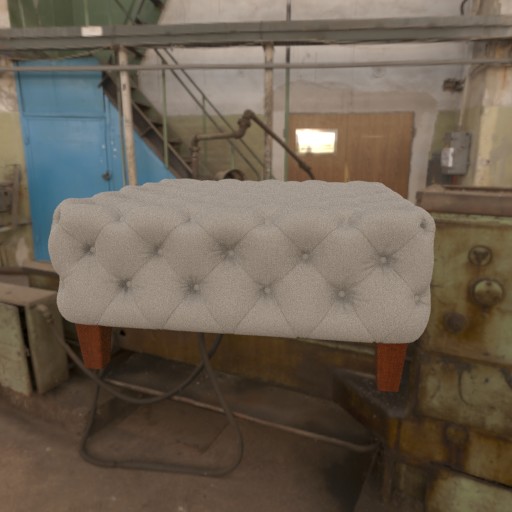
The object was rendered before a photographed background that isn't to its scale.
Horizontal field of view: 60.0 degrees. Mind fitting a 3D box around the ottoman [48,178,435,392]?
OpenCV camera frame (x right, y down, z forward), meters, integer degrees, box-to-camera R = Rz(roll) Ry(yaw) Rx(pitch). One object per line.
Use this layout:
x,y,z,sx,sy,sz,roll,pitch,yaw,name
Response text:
0.000,0.000,1.424,0.917,0.439,0.911,2,14,8,ottoman
